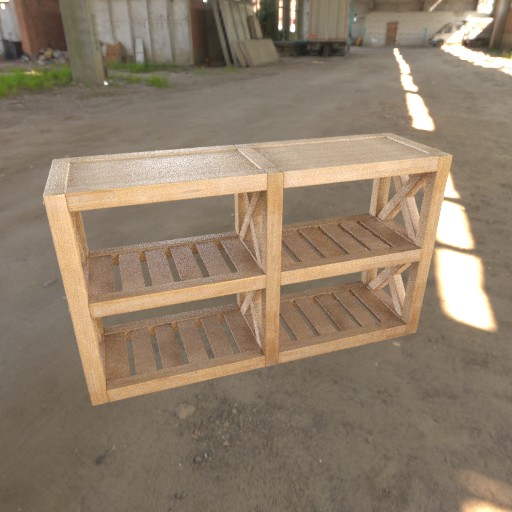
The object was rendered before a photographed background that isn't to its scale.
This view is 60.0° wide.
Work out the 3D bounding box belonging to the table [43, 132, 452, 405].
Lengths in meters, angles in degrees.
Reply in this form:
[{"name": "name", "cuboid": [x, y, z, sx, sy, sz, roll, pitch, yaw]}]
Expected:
[{"name": "table", "cuboid": [0.000, 0.000, 1.685, 1.320, 0.762, 0.381, -9, 29, -16]}]
